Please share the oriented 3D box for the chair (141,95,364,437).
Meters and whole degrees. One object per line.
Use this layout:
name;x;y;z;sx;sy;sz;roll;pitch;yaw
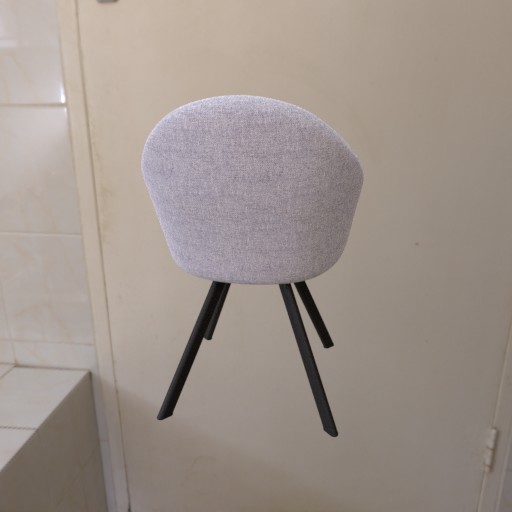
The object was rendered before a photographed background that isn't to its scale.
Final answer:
chair;0.000;0.000;1.183;0.540;0.780;0.570;2;17;8
